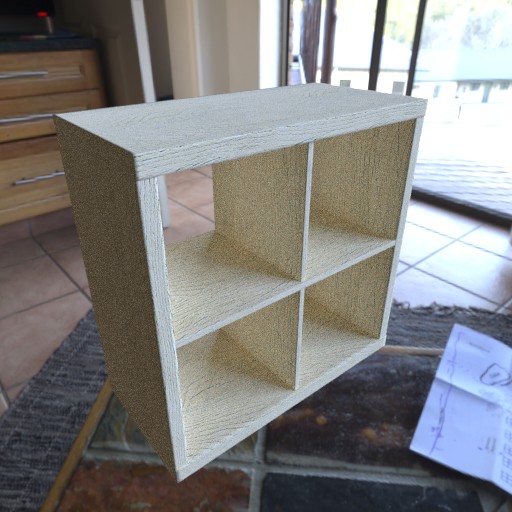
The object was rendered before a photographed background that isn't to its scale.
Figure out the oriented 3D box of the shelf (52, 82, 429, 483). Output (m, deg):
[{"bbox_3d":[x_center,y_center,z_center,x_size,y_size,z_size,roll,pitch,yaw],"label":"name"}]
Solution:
[{"bbox_3d":[0.000,0.000,1.208,0.790,0.786,0.390,-21,35,-33],"label":"shelf"}]
